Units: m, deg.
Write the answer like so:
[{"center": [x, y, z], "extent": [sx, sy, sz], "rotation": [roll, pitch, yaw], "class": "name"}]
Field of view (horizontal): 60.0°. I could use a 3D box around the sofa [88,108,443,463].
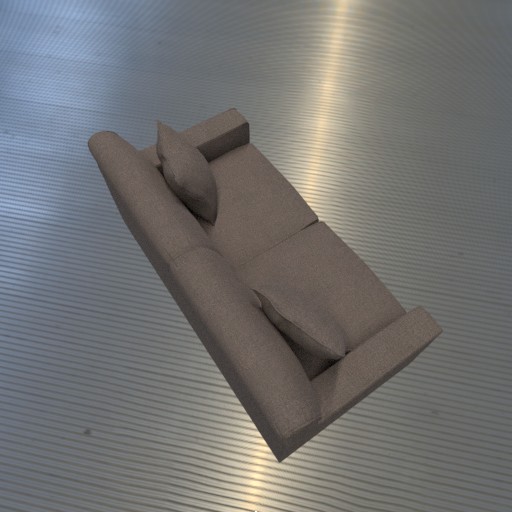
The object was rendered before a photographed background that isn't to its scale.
[{"center": [0.000, 0.000, 2.490], "extent": [1.000, 0.958, 1.846], "rotation": [-31, 64, -16], "class": "sofa"}]
